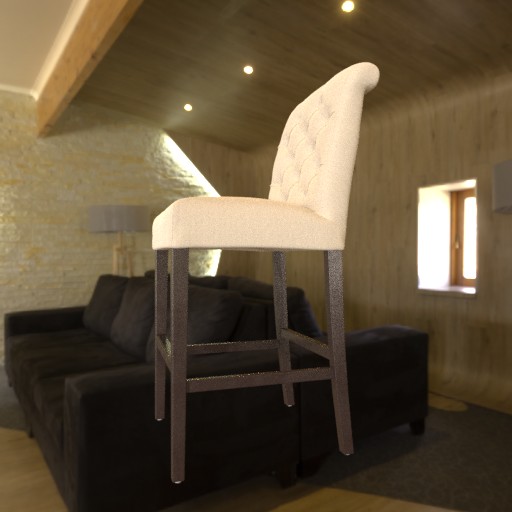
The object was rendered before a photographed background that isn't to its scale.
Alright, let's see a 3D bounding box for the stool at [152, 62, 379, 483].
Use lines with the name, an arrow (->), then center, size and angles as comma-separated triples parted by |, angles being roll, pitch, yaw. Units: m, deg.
stool -> 0.000, 0.000, 1.393 | 0.610, 1.118, 0.482 | 0, 0, -18
